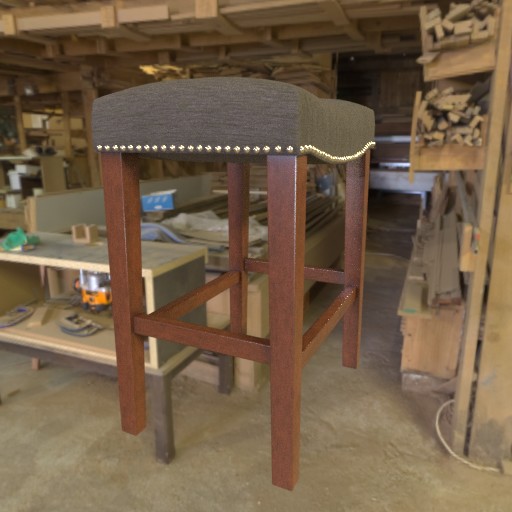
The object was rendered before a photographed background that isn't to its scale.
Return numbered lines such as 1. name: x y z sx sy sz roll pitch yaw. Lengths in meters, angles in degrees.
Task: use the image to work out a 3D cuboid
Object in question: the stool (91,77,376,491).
1. stool: 0.000 0.000 0.933 0.372 0.654 0.504 7 16 25
